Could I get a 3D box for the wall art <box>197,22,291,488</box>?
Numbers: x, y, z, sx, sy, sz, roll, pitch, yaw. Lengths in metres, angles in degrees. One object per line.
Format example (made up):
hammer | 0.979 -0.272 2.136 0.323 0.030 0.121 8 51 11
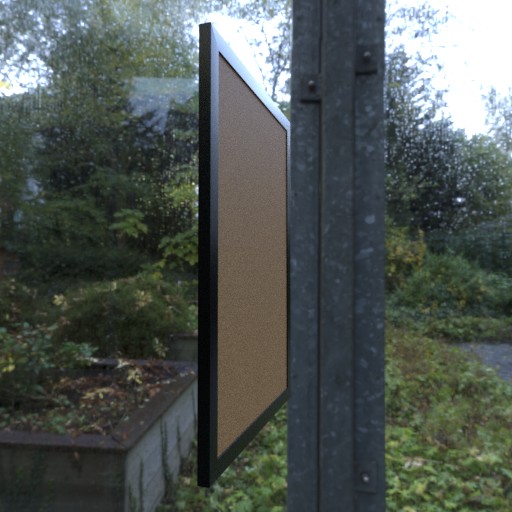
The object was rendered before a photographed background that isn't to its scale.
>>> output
wall art | 0.000 0.000 0.844 0.019 0.656 0.462 -1 -2 19
